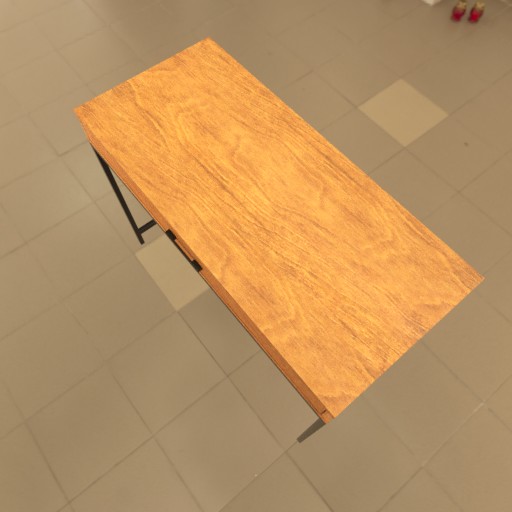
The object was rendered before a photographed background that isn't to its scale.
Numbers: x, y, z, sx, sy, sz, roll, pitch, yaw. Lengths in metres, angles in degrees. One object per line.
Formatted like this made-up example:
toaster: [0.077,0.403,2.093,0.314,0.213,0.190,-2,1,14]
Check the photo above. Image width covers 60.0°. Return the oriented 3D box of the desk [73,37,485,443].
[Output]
desk: [0.000,0.000,1.424,0.470,0.762,1.016,-36,69,-16]
